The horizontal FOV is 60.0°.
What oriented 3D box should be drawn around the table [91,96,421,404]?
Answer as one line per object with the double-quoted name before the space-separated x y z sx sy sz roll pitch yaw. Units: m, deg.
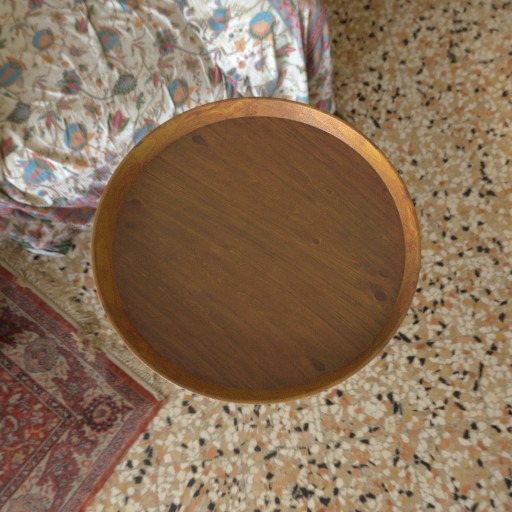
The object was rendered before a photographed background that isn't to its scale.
"table" 0.000 0.000 1.594 1.016 0.470 1.016 0 74 0
